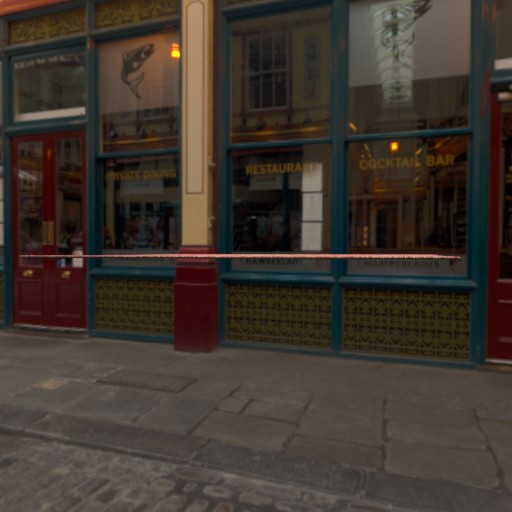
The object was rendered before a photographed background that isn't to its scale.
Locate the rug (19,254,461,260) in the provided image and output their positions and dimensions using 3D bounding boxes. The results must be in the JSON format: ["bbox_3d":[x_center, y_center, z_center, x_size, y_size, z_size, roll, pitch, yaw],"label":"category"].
[{"bbox_3d":[0.000,0.000,5.044,3.965,0.025,2.803,0,1,19],"label":"rug"}]
